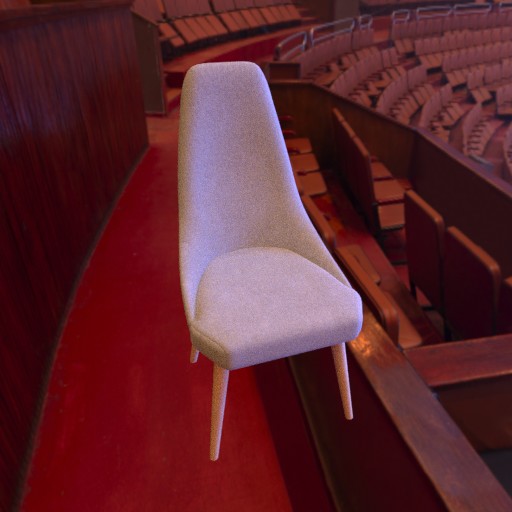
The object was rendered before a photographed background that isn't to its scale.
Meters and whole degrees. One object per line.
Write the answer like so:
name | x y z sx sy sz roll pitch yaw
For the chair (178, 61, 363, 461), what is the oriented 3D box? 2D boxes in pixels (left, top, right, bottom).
chair | 0.000 0.000 1.387 0.510 1.040 0.660 -10 33 -16
